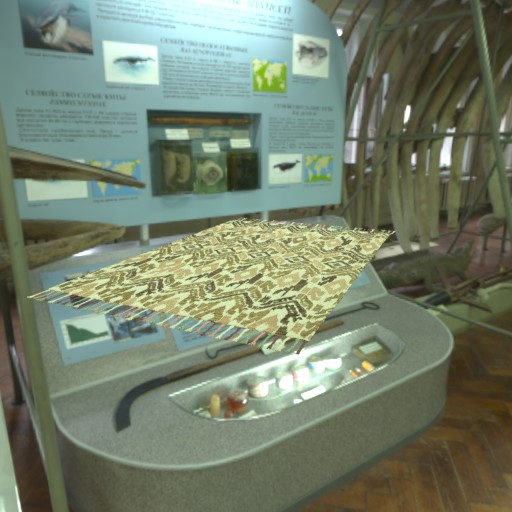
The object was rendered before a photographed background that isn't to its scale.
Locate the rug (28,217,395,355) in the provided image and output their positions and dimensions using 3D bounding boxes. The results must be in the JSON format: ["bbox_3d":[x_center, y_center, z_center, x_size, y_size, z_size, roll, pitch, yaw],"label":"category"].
[{"bbox_3d":[0.000,0.000,3.037,1.524,0.008,2.438,7,17,24],"label":"rug"}]
